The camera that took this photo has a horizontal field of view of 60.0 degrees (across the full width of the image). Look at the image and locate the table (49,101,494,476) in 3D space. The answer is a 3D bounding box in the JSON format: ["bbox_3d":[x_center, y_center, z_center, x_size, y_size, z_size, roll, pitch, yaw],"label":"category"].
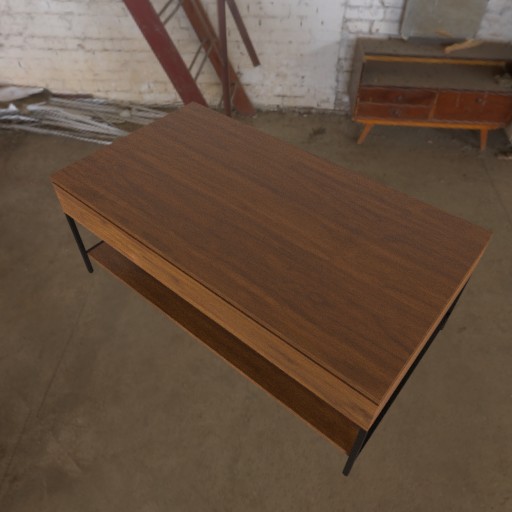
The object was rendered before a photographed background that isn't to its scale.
[{"bbox_3d":[0.000,0.000,1.328,1.057,0.414,0.574,31,54,26],"label":"table"}]
